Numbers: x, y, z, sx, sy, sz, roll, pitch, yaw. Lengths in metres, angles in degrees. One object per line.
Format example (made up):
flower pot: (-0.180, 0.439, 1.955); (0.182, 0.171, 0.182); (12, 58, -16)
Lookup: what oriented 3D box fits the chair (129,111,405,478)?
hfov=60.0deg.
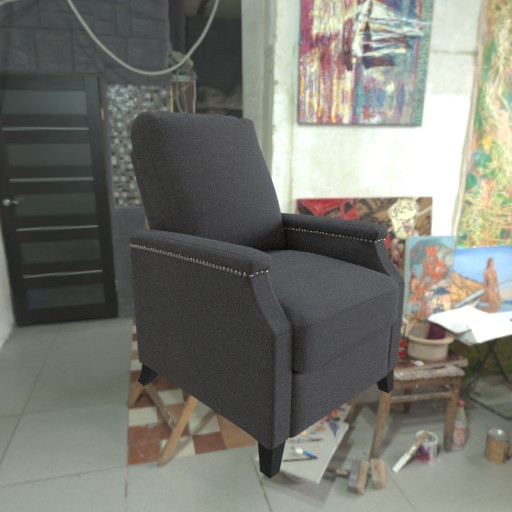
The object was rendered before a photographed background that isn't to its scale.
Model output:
chair: (0.000, 0.000, 1.661); (0.710, 1.049, 0.922); (-13, 19, -42)
